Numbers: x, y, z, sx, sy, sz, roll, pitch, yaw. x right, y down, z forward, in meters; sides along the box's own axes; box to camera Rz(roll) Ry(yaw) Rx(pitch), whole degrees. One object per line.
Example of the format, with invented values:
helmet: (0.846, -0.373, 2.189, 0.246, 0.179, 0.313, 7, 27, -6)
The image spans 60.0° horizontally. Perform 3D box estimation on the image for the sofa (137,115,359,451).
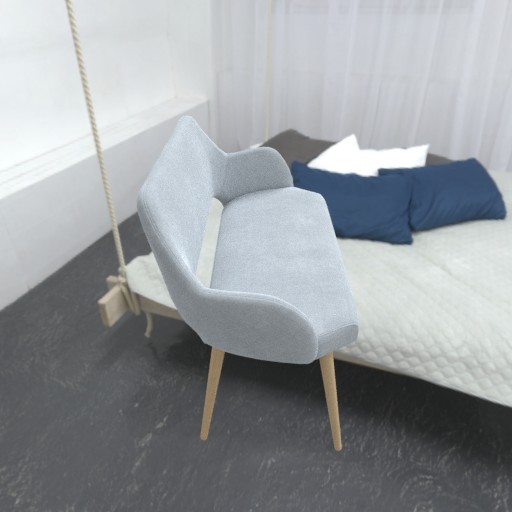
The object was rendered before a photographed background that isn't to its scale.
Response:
sofa: (0.000, 0.000, 1.650, 0.610, 0.840, 1.150, 0, 32, 0)
